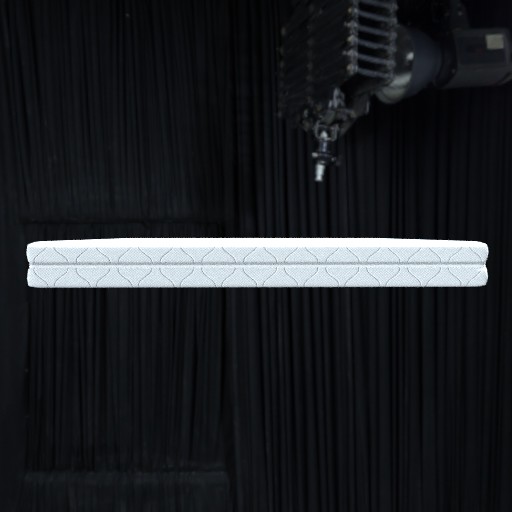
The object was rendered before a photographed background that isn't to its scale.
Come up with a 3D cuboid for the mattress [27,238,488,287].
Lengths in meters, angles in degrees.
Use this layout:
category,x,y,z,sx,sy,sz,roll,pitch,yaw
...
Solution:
category,x,y,z,sx,sy,sz,roll,pitch,yaw
mattress,0.000,0.000,2.714,2.000,0.200,1.600,0,3,-1
